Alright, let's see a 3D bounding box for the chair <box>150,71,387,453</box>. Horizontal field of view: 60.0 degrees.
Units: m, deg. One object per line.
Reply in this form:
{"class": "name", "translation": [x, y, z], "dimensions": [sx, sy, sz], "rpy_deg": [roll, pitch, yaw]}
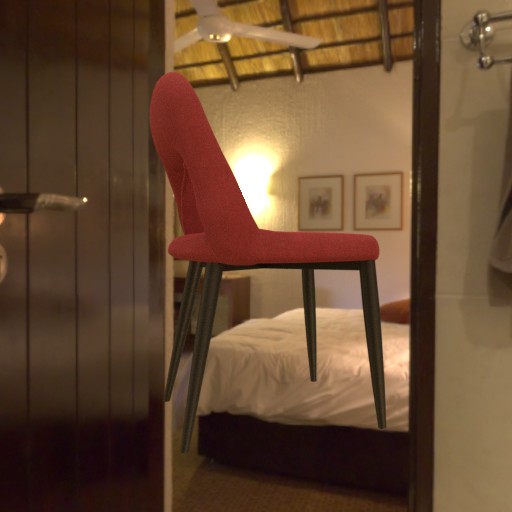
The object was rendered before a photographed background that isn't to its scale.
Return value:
{"class": "chair", "translation": [0.000, 0.000, 1.241], "dimensions": [0.569, 0.892, 0.483], "rpy_deg": [0, 1, -17]}
